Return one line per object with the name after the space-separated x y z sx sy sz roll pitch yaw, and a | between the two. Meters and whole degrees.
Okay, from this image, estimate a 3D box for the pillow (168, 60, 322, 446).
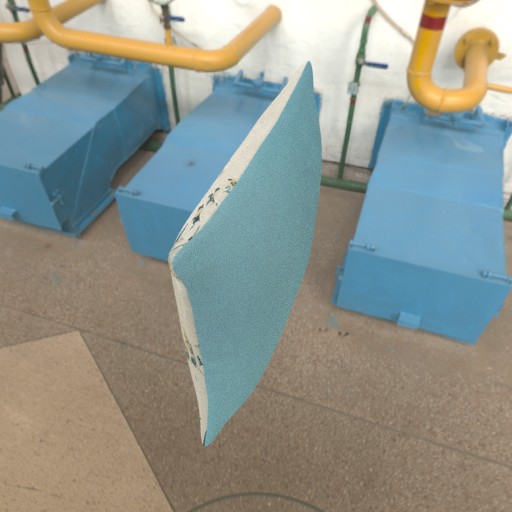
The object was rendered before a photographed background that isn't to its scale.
0.000 0.000 0.803 0.166 0.507 0.526 15 48 14 | pillow
